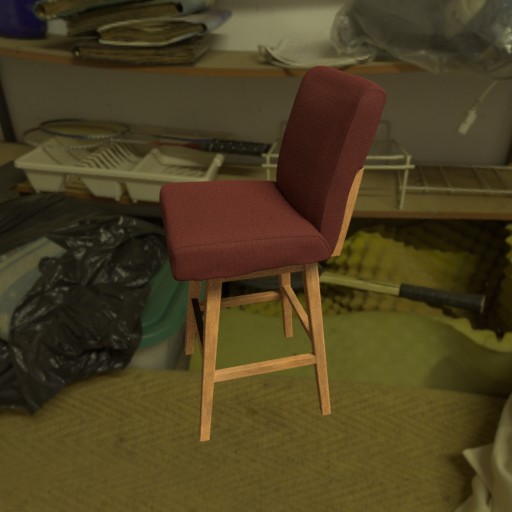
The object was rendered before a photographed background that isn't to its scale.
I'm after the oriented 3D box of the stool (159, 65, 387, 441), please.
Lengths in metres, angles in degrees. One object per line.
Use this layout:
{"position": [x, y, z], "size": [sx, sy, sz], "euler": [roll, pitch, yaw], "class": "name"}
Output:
{"position": [0.000, 0.000, 1.434], "size": [0.562, 1.093, 0.468], "euler": [-7, 31, -12], "class": "stool"}
